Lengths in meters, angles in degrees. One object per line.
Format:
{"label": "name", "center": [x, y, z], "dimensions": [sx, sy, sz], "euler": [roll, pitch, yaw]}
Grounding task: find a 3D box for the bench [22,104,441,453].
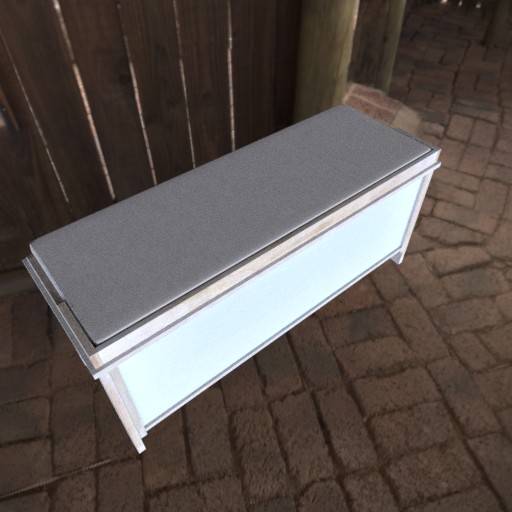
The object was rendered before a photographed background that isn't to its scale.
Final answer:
{"label": "bench", "center": [0.000, 0.000, 1.363], "dimensions": [1.140, 0.501, 0.398], "euler": [-30, 54, -26]}
